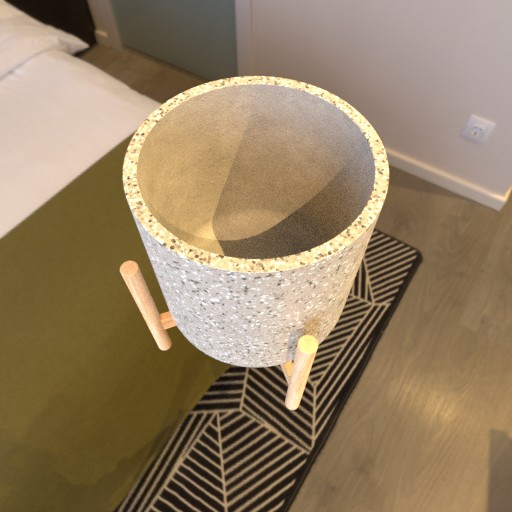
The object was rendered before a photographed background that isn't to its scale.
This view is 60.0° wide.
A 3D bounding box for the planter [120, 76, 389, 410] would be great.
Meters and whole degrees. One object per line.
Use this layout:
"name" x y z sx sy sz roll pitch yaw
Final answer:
"planter" 0.000 0.000 0.686 0.360 0.419 0.360 2 58 1
